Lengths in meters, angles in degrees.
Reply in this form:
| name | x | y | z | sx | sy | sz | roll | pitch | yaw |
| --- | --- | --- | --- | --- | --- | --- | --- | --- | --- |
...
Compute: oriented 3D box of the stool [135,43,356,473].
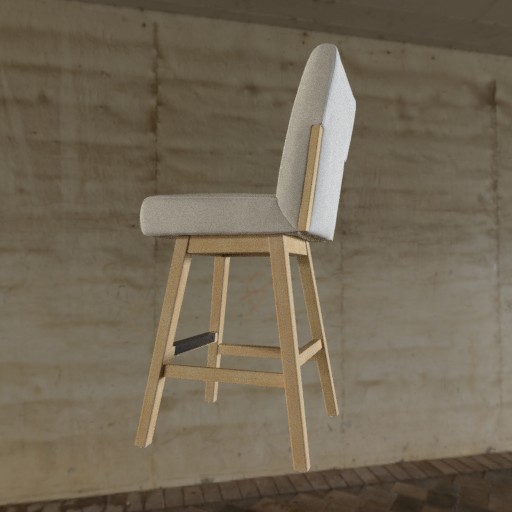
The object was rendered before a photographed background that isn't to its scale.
| name | x | y | z | sx | sy | sz | roll | pitch | yaw |
| --- | --- | --- | --- | --- | --- | --- | --- | --- | --- |
| stool | 0.000 | 0.000 | 1.302 | 0.543 | 1.015 | 0.446 | -1 | -2 | 20 |
